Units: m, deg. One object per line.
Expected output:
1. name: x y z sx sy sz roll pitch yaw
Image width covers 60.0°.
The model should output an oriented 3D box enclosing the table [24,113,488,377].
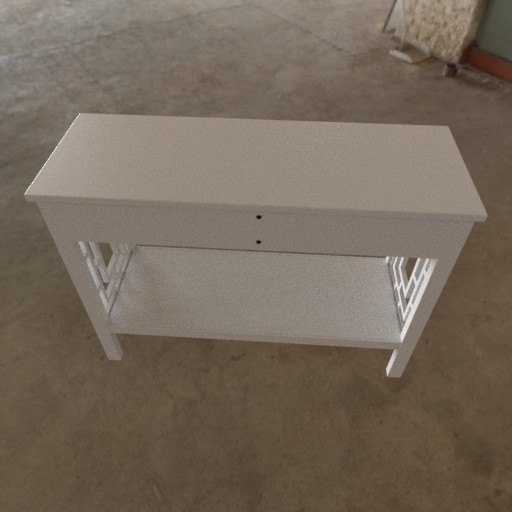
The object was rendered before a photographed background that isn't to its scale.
1. table: 0.000 0.000 1.425 1.068 0.753 0.397 3 46 3
